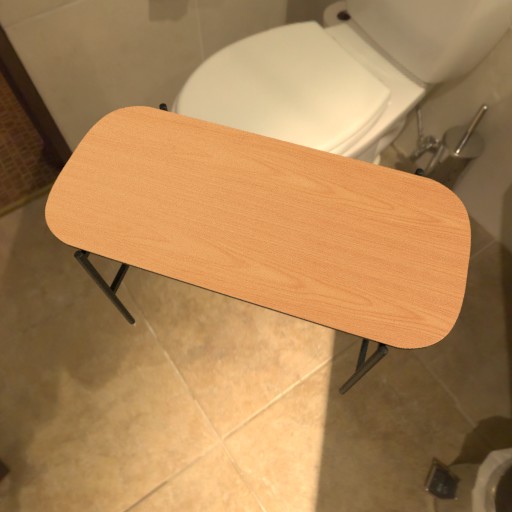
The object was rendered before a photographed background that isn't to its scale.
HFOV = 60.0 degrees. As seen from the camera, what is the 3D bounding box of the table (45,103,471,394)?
[{"bbox_3d":[0.000,0.000,1.029,0.800,0.400,0.400,17,65,8],"label":"table"}]
